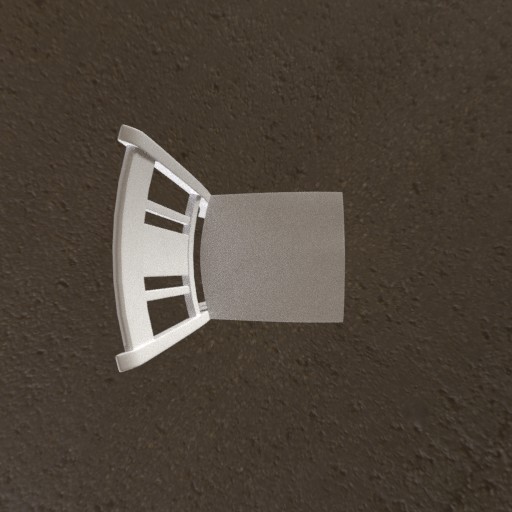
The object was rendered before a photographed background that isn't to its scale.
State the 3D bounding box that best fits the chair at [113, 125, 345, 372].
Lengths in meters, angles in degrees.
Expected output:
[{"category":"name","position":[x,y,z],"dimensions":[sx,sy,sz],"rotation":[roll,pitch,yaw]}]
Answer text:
[{"category":"chair","position":[0.000,0.000,1.305],"dimensions":[0.555,0.998,0.450],"rotation":[0,88,-1]}]
